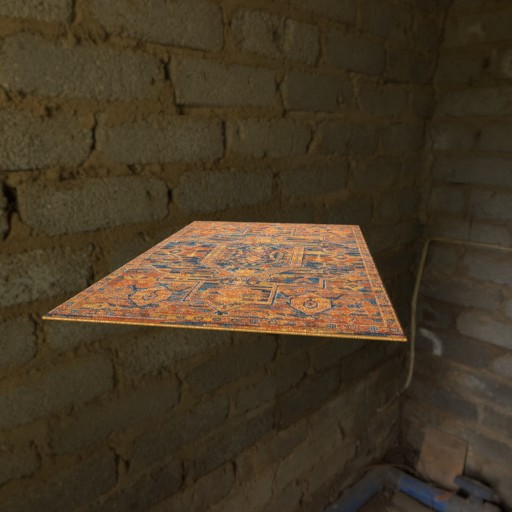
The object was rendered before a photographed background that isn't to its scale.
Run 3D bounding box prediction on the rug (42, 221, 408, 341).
[{"bbox_3d":[0.000,0.000,1.072,0.557,0.008,0.863,2,15,8],"label":"rug"}]
